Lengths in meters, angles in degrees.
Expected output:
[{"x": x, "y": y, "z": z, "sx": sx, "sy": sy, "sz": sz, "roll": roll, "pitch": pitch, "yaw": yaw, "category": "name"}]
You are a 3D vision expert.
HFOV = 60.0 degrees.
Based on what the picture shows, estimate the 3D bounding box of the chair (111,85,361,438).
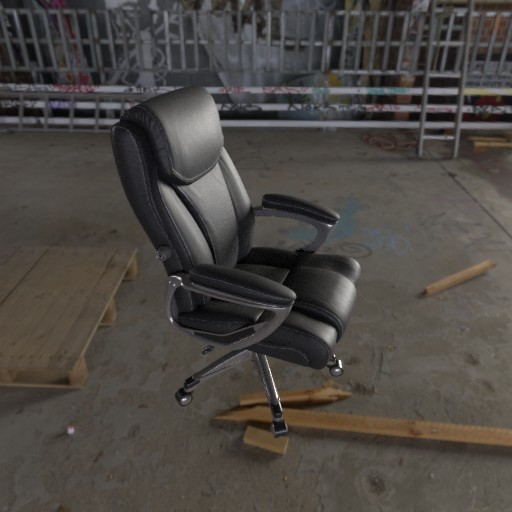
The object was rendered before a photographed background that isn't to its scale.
[{"x": 0.000, "y": 0.000, "z": 1.709, "sx": 0.784, "sy": 1.167, "sz": 0.741, "roll": 12, "pitch": 33, "yaw": 19, "category": "chair"}]
